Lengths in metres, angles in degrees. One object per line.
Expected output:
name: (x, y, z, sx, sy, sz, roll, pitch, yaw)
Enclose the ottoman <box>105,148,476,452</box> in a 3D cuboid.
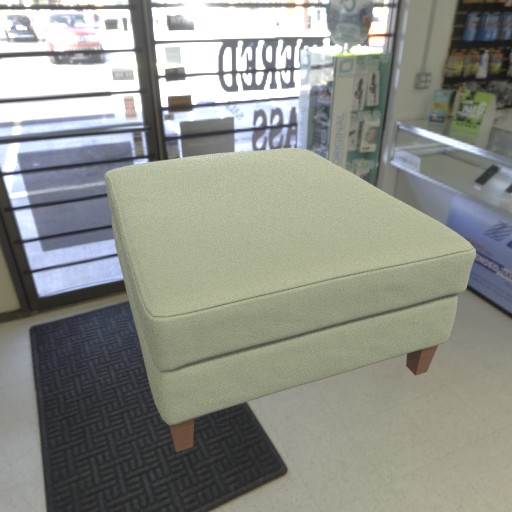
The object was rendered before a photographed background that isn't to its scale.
ottoman: (0.000, 0.000, 1.462, 0.842, 0.494, 0.991, -11, 31, -19)
